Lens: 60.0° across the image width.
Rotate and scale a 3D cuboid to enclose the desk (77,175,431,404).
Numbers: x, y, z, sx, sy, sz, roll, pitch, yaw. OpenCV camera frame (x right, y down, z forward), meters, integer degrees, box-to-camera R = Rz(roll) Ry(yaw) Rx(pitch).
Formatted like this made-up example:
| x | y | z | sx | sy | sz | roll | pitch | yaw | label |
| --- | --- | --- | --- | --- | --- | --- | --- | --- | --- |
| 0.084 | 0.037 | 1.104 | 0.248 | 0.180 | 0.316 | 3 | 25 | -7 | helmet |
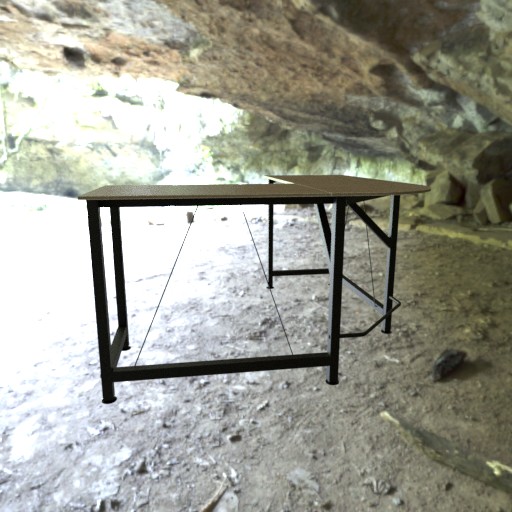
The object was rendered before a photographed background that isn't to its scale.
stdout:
| x | y | z | sx | sy | sz | roll | pitch | yaw | label |
| --- | --- | --- | --- | --- | --- | --- | --- | --- | --- |
| 0.000 | 0.000 | 2.305 | 1.400 | 0.762 | 1.400 | -2 | 13 | -9 | desk |
